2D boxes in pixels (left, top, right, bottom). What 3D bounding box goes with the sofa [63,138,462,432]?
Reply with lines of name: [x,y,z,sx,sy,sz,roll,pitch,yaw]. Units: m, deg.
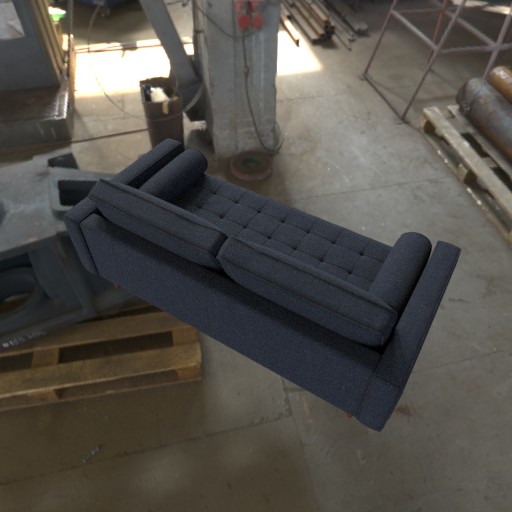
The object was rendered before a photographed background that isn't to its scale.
sofa: [0.000,0.000,2.408,1.880,0.762,0.914,25,52,21]
